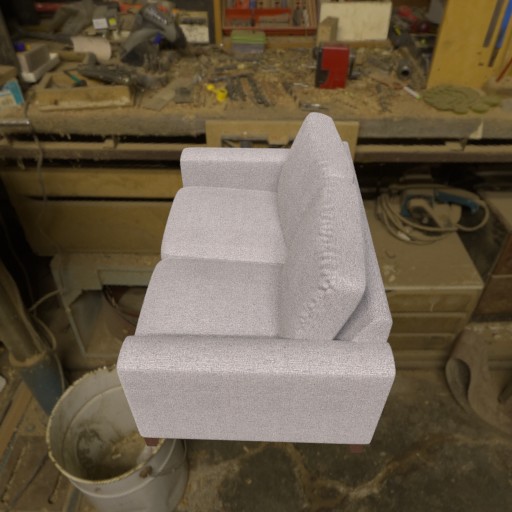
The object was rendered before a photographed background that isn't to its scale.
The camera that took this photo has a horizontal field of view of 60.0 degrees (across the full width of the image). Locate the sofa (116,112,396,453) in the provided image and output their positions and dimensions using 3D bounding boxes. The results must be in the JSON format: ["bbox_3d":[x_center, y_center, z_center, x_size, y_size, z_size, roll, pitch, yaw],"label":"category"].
[{"bbox_3d":[0.000,0.000,2.006,0.917,0.873,1.420,1,42,1],"label":"sofa"}]
